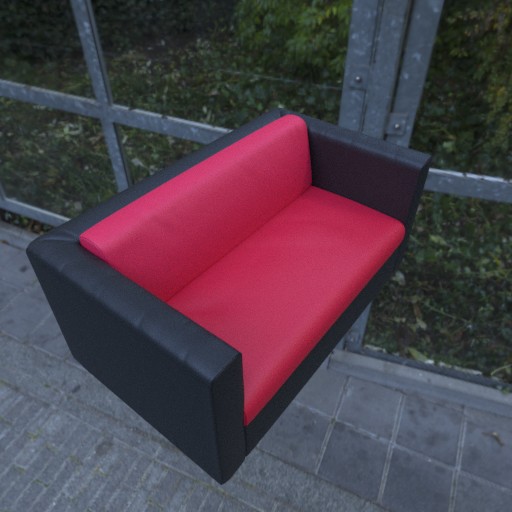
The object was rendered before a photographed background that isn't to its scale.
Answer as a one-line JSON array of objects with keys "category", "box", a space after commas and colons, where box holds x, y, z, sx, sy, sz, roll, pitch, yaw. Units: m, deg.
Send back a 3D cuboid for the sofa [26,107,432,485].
[{"category": "sofa", "box": [0.000, 0.000, 1.863, 0.845, 0.735, 1.410, 27, 48, 27]}]
